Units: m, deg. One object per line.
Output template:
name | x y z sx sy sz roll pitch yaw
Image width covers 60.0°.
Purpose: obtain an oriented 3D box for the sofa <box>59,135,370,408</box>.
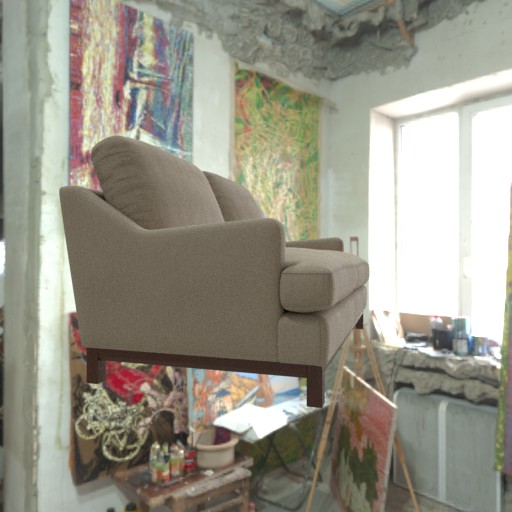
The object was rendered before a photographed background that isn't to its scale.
sofa | 0.000 0.000 2.203 1.004 0.910 1.619 0 0 18
